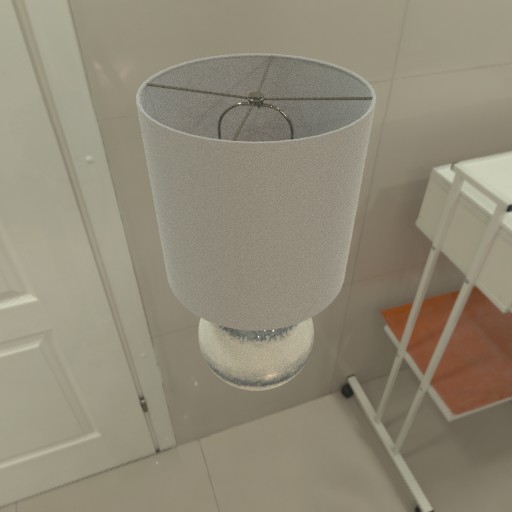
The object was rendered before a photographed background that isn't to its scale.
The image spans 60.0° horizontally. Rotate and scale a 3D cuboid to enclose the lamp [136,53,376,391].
[{"bbox_3d":[0.000,0.000,0.538,0.216,0.404,0.216,-14,42,-15],"label":"lamp"}]
